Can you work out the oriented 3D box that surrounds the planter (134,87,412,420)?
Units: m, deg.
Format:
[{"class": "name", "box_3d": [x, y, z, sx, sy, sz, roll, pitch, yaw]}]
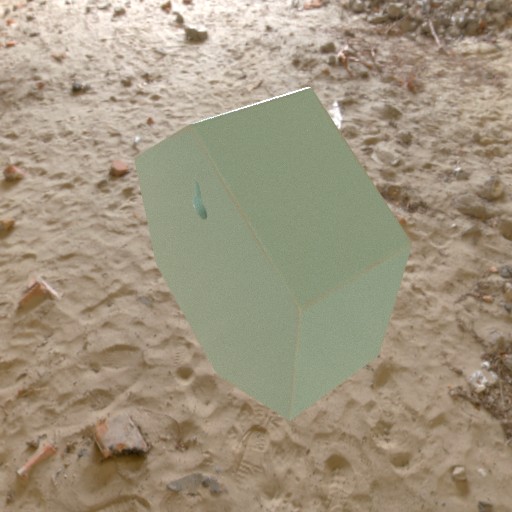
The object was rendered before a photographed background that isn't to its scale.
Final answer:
[{"class": "planter", "box_3d": [0.000, 0.000, 0.294, 0.078, 0.207, 0.169, -26, 48, -27]}]
